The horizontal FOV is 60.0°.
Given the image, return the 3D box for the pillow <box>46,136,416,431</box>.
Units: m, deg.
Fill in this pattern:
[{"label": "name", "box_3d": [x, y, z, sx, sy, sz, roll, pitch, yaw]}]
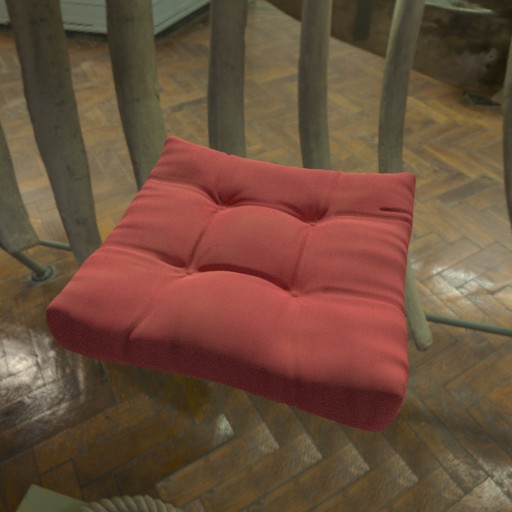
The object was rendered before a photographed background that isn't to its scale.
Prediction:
[{"label": "pillow", "box_3d": [0.000, 0.000, 0.725, 0.490, 0.128, 0.468, 11, 48, 10]}]
